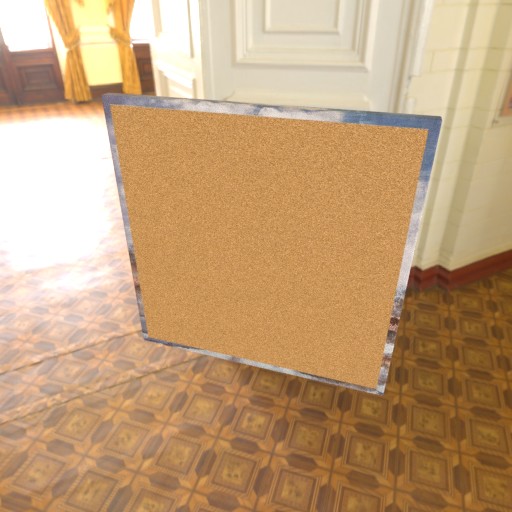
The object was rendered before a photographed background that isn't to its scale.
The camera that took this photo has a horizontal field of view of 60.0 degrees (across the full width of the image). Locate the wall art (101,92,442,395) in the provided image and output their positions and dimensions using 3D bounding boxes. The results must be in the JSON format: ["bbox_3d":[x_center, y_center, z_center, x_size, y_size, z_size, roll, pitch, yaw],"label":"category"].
[{"bbox_3d":[0.000,0.000,1.540,1.010,1.020,0.040,9,32,15],"label":"wall art"}]
